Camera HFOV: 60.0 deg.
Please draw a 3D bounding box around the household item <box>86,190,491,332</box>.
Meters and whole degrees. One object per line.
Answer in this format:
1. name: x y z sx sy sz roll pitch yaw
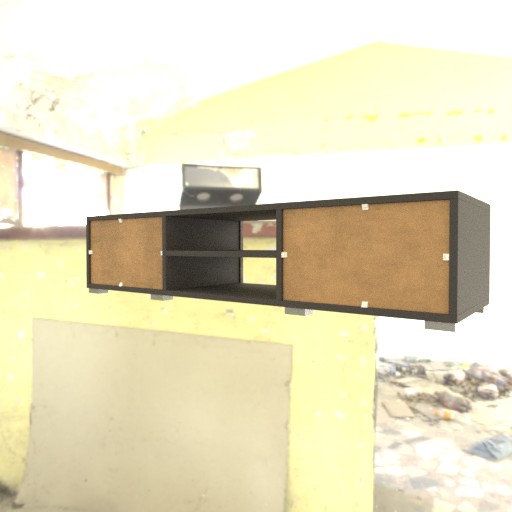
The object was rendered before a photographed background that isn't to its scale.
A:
1. household item: 0.000 0.000 1.547 1.400 0.310 0.420 1 2 37
